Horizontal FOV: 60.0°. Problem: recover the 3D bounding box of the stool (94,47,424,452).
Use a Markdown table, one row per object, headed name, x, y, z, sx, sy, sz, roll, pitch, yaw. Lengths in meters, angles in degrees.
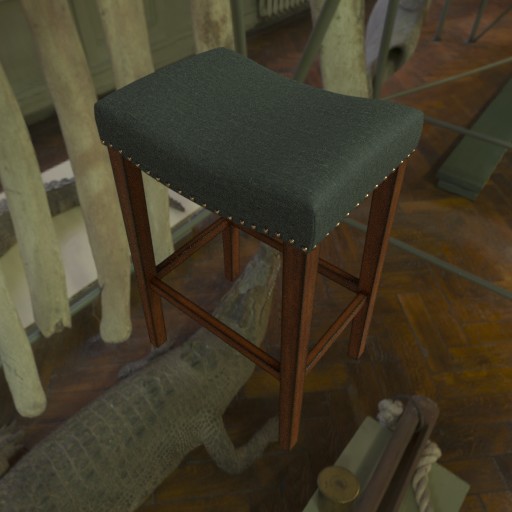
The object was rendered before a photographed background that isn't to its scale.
| name | x | y | z | sx | sy | sz | roll | pitch | yaw |
| --- | --- | --- | --- | --- | --- | --- | --- | --- | --- |
| stool | 0.000 | 0.000 | 1.021 | 0.502 | 0.760 | 0.366 | 30 | 52 | 26 |
